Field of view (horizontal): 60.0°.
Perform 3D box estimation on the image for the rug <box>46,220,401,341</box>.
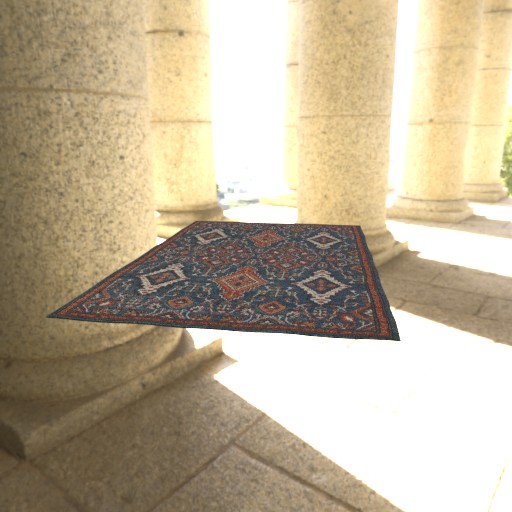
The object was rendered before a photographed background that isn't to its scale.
[{"bbox_3d":[0.000,0.000,4.221,2.190,0.008,3.371,2,15,9],"label":"rug"}]
